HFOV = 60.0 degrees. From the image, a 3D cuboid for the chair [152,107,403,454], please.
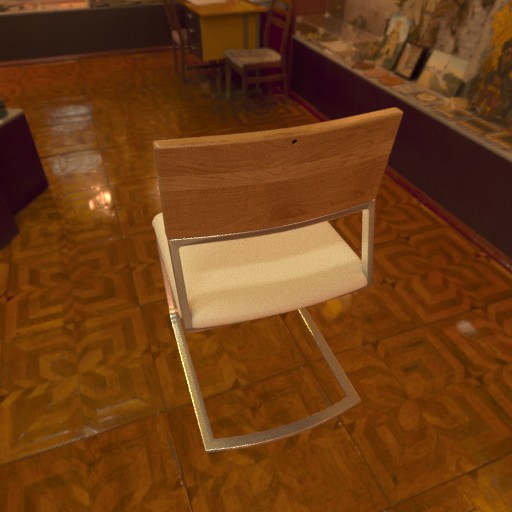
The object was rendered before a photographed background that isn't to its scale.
[{"bbox_3d":[0.000,0.000,1.162,0.467,0.844,0.585,-12,41,-15],"label":"chair"}]
